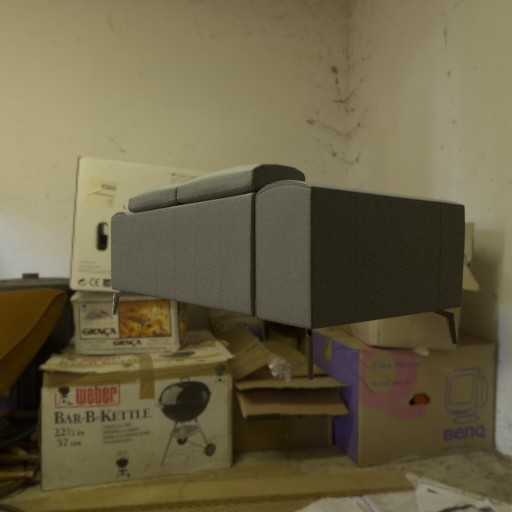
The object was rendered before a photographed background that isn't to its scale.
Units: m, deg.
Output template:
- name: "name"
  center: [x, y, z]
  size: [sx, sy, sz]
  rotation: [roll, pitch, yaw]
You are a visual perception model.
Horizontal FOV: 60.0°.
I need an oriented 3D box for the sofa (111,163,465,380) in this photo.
- name: "sofa"
  center: [0.000, 0.000, 2.459]
  size: [1.003, 0.779, 1.895]
  rotation: [-1, 1, -37]
